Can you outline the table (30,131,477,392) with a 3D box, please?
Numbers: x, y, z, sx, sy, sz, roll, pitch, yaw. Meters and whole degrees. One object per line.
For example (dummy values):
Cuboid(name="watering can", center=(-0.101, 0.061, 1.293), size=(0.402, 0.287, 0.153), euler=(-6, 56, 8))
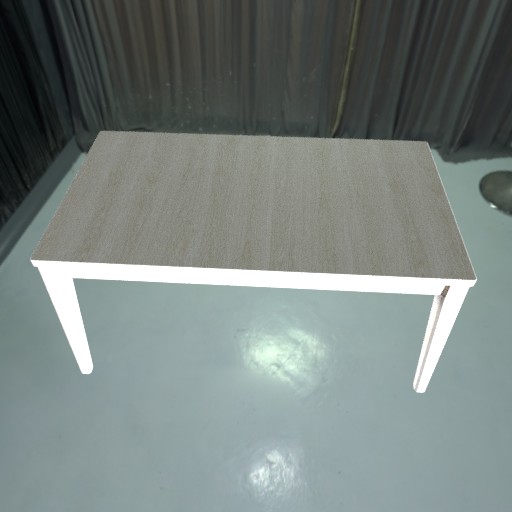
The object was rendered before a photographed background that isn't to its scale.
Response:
Cuboid(name="table", center=(0.000, 0.000, 2.080), size=(1.600, 0.760, 0.900), euler=(3, 47, 2))
